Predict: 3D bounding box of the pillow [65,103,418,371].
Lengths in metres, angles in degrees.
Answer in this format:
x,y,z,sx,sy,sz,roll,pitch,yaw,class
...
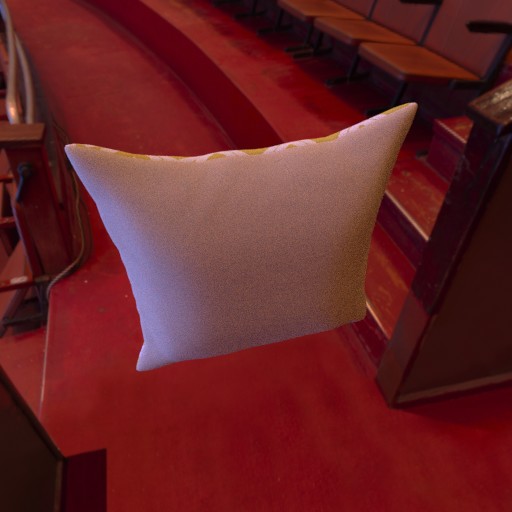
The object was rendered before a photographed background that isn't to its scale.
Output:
x,y,z,sx,sy,sz,roll,pitch,yaw,class
0.000,0.000,0.775,0.504,0.494,0.188,-11,43,-12,pillow
